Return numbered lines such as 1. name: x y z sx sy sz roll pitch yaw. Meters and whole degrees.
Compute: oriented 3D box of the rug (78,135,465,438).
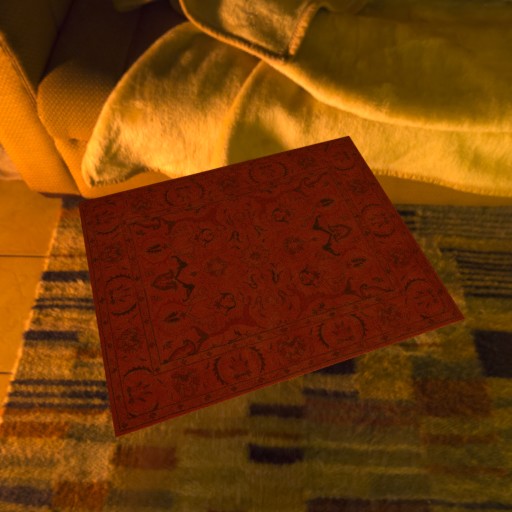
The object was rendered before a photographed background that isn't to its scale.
1. rug: 0.000 0.000 4.038 2.929 0.012 2.300 -16 60 -10
